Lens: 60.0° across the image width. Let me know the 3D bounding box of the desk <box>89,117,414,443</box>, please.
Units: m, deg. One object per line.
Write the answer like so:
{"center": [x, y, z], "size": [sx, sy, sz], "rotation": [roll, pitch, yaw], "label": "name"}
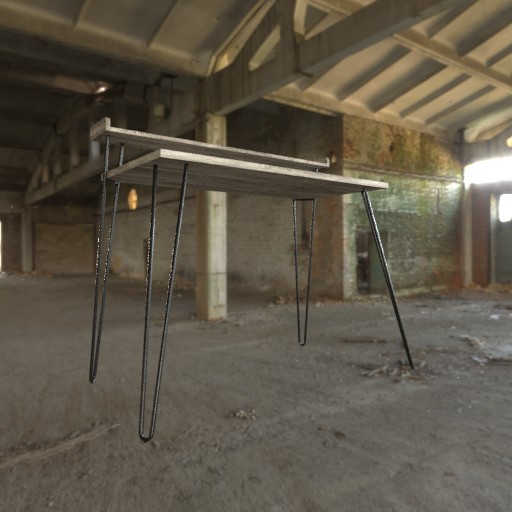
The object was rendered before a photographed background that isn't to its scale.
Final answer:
{"center": [0.000, 0.000, 1.643], "size": [1.135, 0.899, 0.605], "rotation": [0, 1, -37], "label": "desk"}
